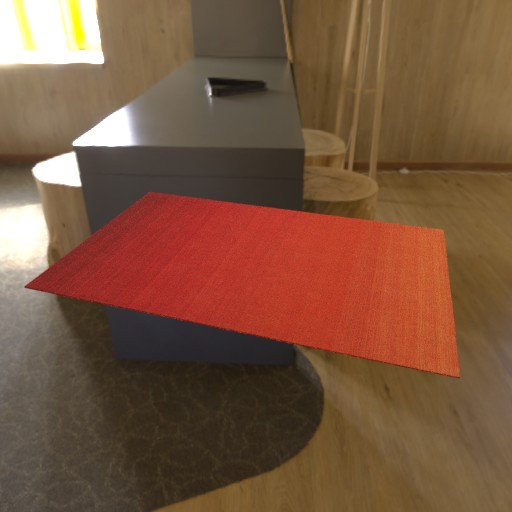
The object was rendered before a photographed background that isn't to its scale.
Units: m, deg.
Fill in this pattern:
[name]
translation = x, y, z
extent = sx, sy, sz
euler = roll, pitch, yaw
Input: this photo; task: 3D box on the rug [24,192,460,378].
[rug]
translation = 0.000, 0.000, 2.968
extent = 2.442, 0.010, 1.531
euler = 9, 32, 15
